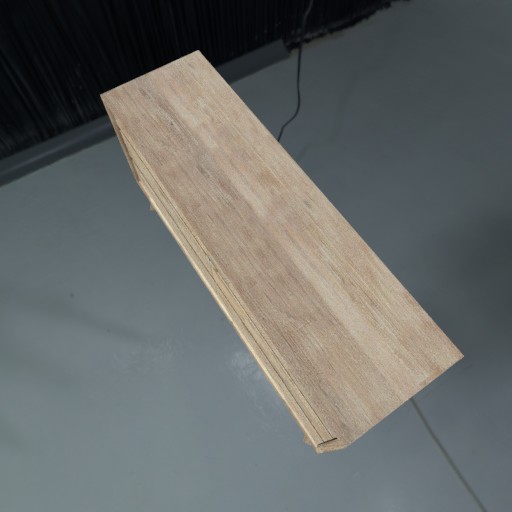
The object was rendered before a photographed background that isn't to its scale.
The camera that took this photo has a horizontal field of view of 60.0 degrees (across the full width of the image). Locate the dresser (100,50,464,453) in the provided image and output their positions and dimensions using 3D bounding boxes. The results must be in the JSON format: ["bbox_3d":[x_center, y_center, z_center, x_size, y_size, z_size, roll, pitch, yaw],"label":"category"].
[{"bbox_3d":[0.000,0.000,1.906,0.455,0.805,1.554,-31,69,-14],"label":"dresser"}]
